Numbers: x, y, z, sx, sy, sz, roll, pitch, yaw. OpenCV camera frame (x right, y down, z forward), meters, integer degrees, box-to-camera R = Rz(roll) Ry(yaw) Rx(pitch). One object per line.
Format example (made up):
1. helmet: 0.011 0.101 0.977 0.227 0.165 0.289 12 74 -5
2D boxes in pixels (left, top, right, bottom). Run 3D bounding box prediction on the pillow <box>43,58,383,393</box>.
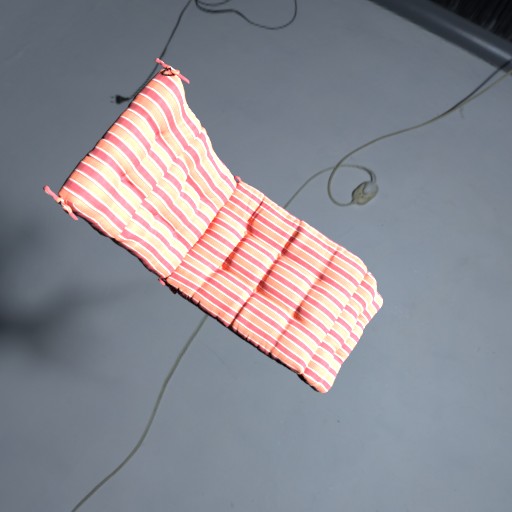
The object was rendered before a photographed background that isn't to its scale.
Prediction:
1. pillow: 0.000 0.000 1.530 1.016 0.863 0.526 34 79 8
